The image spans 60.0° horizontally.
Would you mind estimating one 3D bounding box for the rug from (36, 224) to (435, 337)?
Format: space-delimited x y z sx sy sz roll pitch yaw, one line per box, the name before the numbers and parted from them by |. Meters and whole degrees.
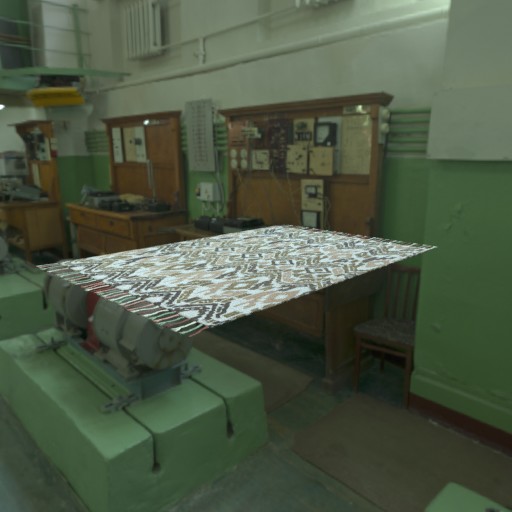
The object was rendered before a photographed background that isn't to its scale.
rug | 0.000 0.000 2.362 1.219 0.008 1.829 13 18 43
